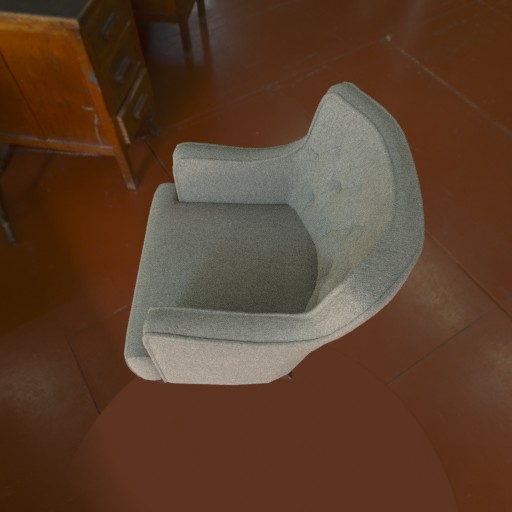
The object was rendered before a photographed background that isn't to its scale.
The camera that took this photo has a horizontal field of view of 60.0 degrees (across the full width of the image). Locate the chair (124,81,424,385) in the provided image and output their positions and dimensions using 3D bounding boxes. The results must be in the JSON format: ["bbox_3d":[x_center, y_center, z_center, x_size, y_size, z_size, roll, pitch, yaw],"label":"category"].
[{"bbox_3d":[0.000,0.000,1.583,0.910,0.920,0.820,1,59,1],"label":"chair"}]
